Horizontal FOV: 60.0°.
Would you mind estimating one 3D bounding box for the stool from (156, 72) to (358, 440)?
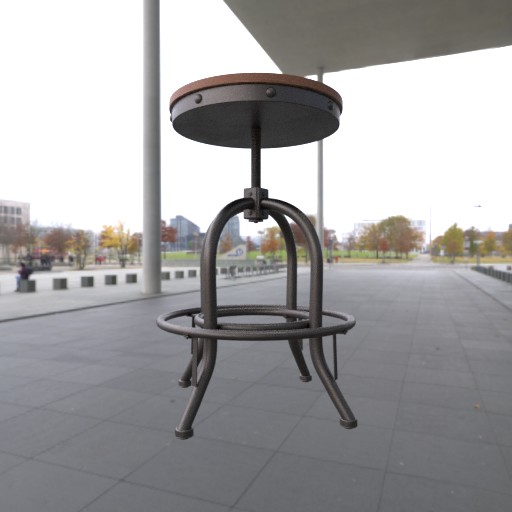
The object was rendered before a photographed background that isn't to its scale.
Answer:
[{"bbox_3d":[0.000,0.000,0.907,0.439,0.609,0.439,0,0,36],"label":"stool"}]
